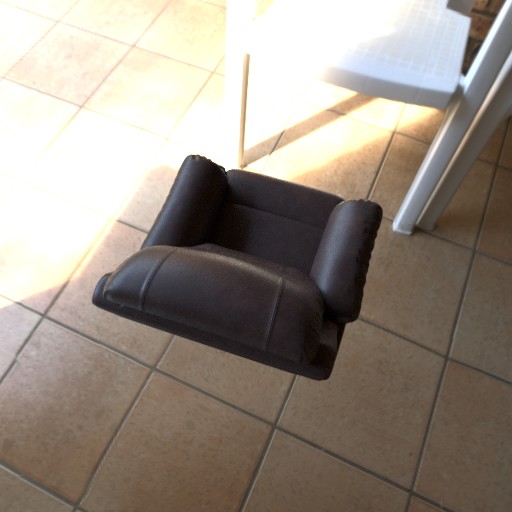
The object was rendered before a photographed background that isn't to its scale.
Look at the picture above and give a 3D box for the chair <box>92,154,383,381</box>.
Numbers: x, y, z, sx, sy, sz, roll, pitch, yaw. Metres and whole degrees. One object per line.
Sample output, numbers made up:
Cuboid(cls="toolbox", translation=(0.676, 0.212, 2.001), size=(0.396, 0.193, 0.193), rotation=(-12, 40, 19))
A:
Cuboid(cls="chair", translation=(0.000, 0.000, 1.710), size=(0.855, 0.992, 0.919), rotation=(17, 65, 8))
